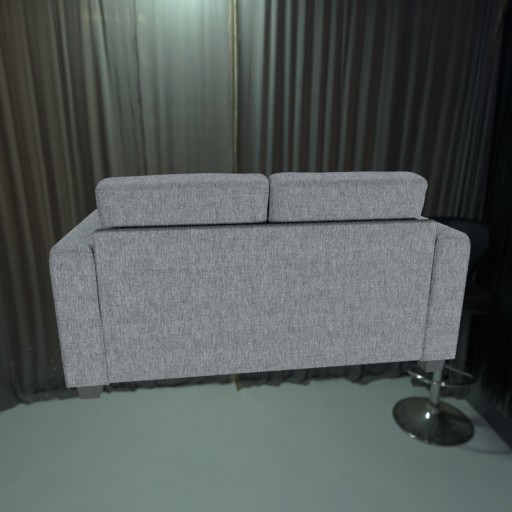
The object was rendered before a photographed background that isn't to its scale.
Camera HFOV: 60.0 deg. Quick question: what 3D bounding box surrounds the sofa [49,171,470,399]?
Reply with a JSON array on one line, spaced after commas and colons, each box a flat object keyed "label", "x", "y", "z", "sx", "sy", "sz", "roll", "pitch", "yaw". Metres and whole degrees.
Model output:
[{"label": "sofa", "x": 0.000, "y": 0.000, "z": 2.003, "sx": 1.520, "sy": 0.800, "sz": 0.900, "roll": -2, "pitch": 16, "yaw": -8}]
